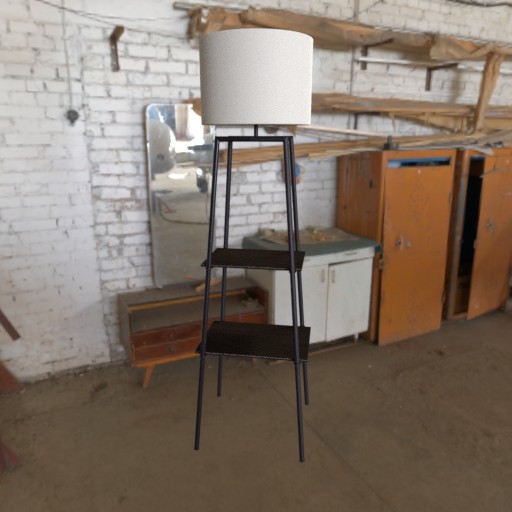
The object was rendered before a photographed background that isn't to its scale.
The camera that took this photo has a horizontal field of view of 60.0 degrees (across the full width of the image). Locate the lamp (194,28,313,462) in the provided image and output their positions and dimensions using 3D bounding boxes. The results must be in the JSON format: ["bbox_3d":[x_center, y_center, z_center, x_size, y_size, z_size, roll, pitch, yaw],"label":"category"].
[{"bbox_3d":[0.000,0.000,1.662,0.427,1.474,0.384,2,16,9],"label":"lamp"}]
